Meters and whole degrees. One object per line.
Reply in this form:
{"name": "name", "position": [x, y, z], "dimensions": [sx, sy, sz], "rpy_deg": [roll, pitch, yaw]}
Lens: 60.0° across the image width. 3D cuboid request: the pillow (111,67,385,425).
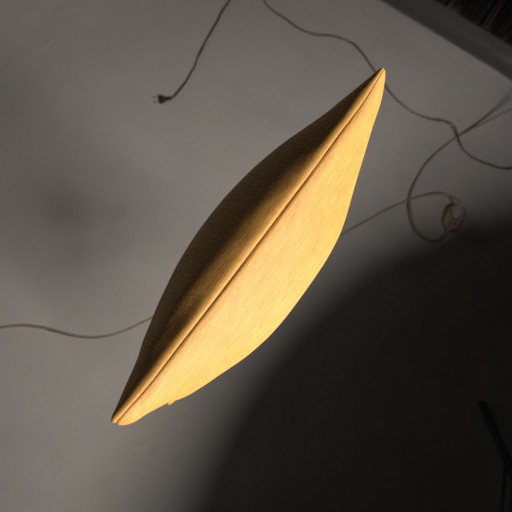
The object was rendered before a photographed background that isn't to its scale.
{"name": "pillow", "position": [0.000, 0.000, 0.778], "dimensions": [0.210, 0.354, 0.634], "rpy_deg": [36, 79, 8]}
